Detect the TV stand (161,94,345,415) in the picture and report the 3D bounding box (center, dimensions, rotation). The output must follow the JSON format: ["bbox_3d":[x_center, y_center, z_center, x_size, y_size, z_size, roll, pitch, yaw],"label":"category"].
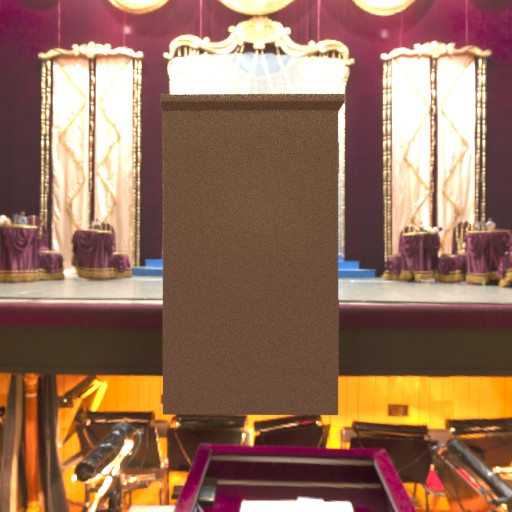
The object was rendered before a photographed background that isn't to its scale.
[{"bbox_3d":[0.000,0.000,1.409,0.344,0.603,1.167,0,0,1],"label":"TV stand"}]
